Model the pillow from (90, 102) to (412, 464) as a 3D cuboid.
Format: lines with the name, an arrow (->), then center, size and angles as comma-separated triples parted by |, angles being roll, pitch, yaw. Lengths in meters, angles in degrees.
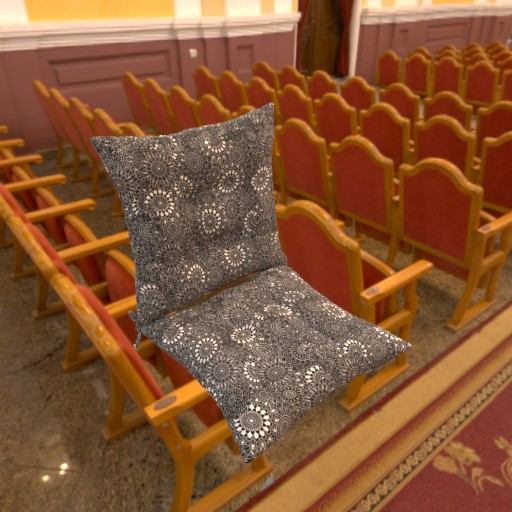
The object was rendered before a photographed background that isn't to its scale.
pillow -> 0.000, 0.000, 1.026 | 0.541, 0.536, 0.585 | -22, 38, -32
